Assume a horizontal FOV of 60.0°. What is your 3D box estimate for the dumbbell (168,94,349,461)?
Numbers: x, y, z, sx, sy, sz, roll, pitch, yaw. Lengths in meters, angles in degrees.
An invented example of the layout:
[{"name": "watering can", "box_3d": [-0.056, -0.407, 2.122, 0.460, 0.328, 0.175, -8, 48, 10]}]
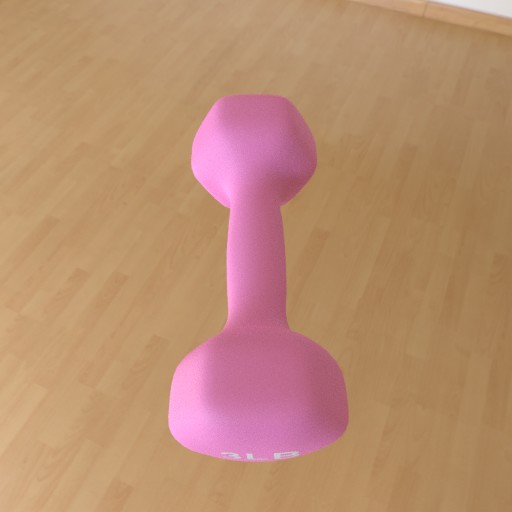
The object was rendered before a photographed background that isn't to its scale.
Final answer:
[{"name": "dumbbell", "box_3d": [0.000, 0.000, 0.190, 0.064, 0.058, 0.159, 0, 57, 0]}]
